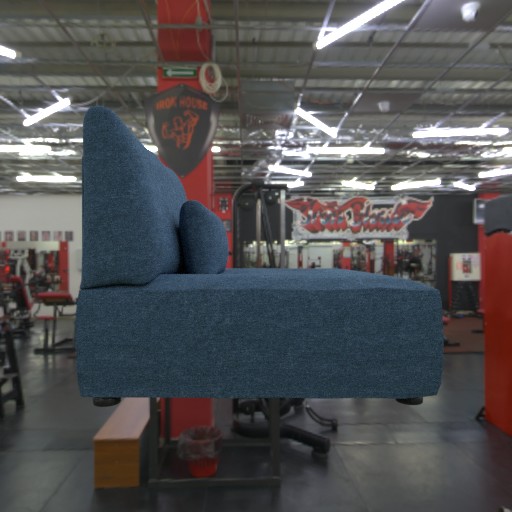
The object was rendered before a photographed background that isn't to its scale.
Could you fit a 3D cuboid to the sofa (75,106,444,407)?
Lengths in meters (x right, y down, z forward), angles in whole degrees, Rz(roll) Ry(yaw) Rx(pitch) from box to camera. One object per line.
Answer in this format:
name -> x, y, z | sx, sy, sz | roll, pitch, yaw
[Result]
sofa -> 0.000, 0.000, 1.639 | 1.000, 0.820, 0.930 | 0, 0, 0
